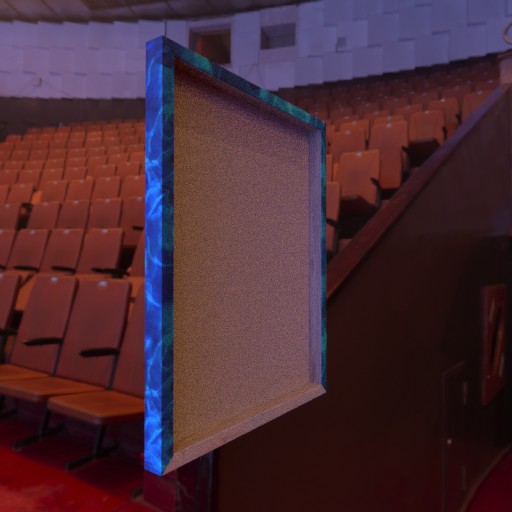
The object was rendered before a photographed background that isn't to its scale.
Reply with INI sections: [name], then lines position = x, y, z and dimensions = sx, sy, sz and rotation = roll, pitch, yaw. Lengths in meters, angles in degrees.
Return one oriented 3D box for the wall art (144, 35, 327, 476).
[wall art]
position = 0.000, 0.000, 0.853
dimensions = 0.038, 0.635, 0.508
rotation = -1, -1, 36
